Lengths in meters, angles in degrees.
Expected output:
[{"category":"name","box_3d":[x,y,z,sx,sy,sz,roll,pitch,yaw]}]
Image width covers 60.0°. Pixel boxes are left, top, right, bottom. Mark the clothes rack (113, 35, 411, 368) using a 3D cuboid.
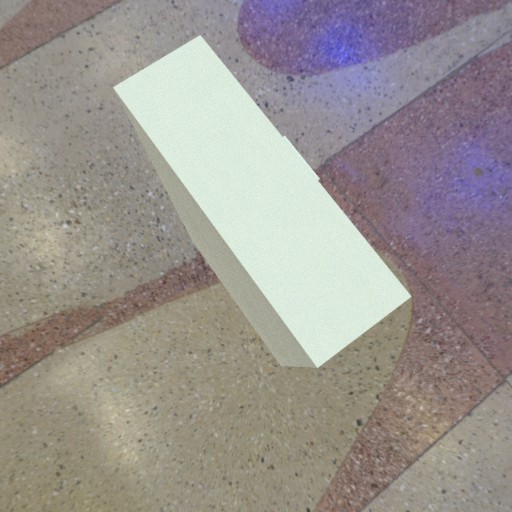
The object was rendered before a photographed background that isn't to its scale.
[{"category":"clothes rack","box_3d":[0.000,0.000,1.558,0.250,1.280,0.750,-35,79,-8]}]
